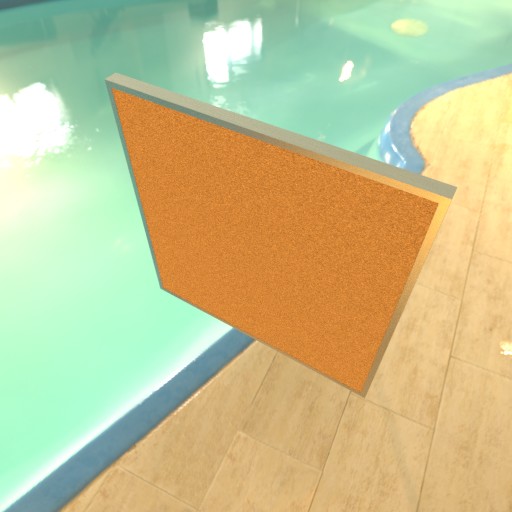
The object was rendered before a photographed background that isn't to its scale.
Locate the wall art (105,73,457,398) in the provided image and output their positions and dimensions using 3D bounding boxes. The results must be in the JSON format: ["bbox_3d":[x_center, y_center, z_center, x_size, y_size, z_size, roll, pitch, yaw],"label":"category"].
[{"bbox_3d":[0.000,0.000,1.209,0.806,0.806,0.038,25,53,20],"label":"wall art"}]
